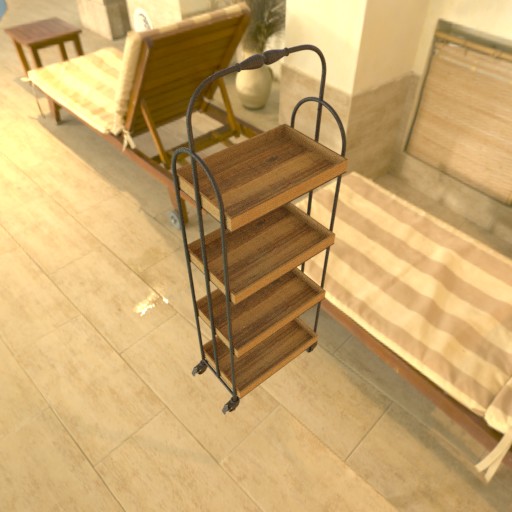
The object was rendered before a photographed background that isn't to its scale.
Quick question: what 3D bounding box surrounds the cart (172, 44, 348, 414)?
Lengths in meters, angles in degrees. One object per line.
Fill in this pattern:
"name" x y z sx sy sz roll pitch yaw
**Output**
"cart" 0.000 0.000 1.679 0.581 1.481 0.308 -30 52 -27
